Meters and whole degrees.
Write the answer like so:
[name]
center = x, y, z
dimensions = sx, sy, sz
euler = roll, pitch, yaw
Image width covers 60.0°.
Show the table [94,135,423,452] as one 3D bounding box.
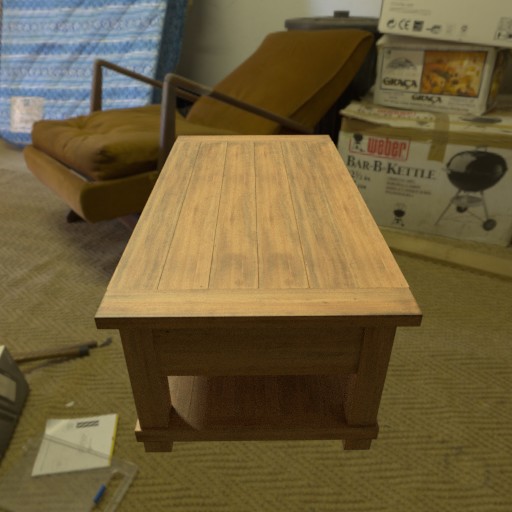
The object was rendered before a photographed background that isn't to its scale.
[table]
center = 0.000, 0.000, 1.579
dimensions = 0.693, 0.494, 1.270
euler = 0, 32, -1
